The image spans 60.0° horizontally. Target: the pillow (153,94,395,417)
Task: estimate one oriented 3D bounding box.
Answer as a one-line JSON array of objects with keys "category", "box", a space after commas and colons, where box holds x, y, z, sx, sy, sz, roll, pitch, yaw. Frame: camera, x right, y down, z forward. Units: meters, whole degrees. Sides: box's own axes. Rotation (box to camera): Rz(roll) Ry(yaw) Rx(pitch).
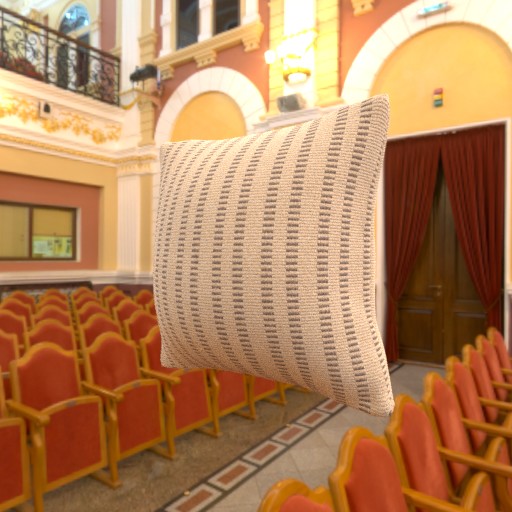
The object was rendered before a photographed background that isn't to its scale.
[{"category": "pillow", "box": [0.000, 0.000, 0.698, 0.438, 0.419, 0.247, 0, 0, 37]}]
